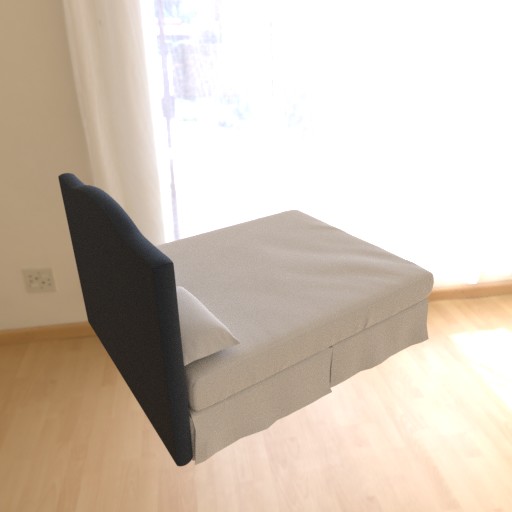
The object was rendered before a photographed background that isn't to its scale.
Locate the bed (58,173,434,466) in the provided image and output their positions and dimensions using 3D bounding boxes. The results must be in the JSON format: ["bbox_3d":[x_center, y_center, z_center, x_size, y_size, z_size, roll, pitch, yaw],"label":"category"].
[{"bbox_3d":[0.000,0.000,3.421,2.282,1.436,1.821,-18,32,-31],"label":"bed"}]
